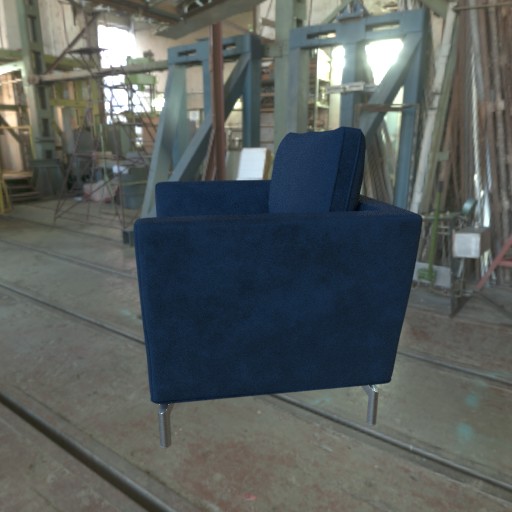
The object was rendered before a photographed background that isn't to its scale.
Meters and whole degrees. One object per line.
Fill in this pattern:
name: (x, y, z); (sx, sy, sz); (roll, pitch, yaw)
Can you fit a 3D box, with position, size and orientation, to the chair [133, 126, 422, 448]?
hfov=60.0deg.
chair: (0.000, 0.000, 1.608); (0.746, 0.893, 0.977); (-2, 15, -9)
